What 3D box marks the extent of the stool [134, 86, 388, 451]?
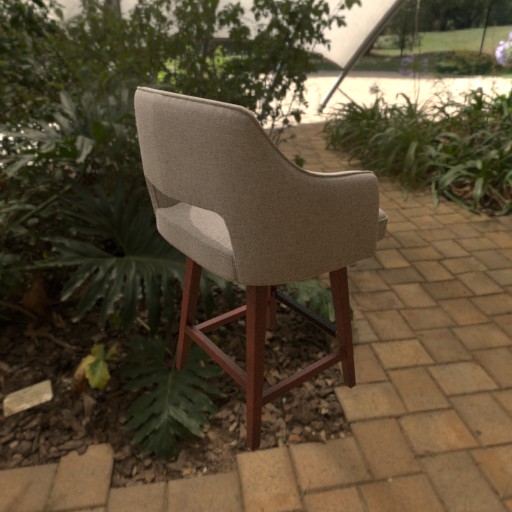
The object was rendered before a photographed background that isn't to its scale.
[{"bbox_3d":[0.000,0.000,1.298,0.558,0.944,0.599,-19,32,-33],"label":"stool"}]
